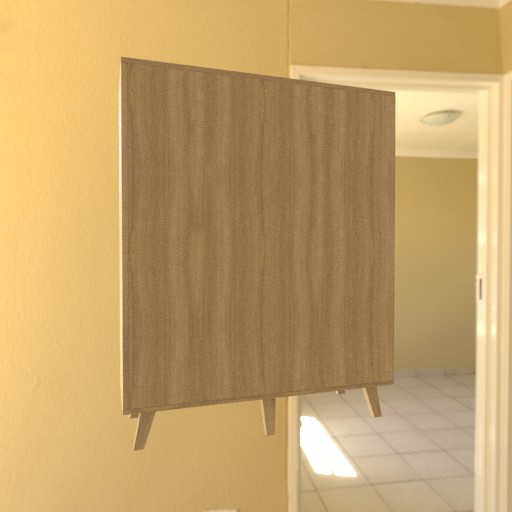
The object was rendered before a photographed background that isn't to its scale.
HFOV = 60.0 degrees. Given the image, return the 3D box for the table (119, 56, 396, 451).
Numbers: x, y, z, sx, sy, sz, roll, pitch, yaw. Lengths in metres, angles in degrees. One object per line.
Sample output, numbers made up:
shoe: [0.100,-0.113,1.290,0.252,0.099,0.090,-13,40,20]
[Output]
table: [0.000,0.000,1.899,1.111,1.388,0.398,0,1,-18]
